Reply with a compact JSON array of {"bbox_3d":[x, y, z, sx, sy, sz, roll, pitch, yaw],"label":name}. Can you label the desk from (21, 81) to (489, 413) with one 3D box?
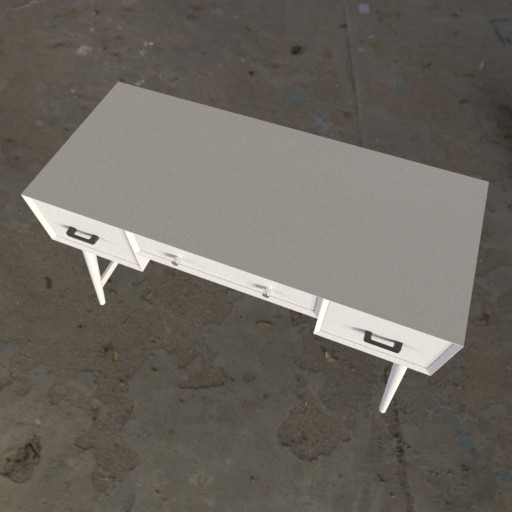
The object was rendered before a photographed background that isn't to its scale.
[{"bbox_3d":[0.000,0.000,1.674,1.313,0.762,0.589,18,60,11],"label":"desk"}]
